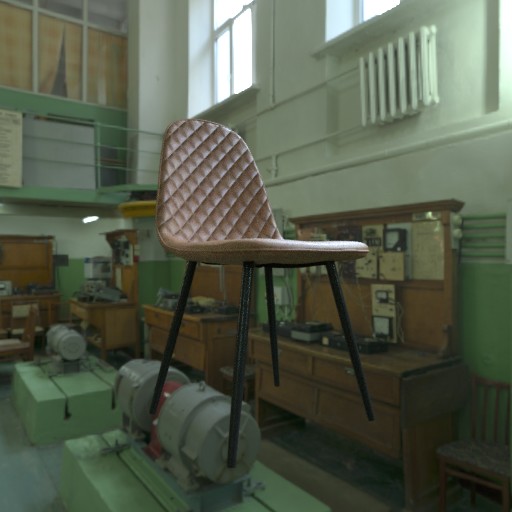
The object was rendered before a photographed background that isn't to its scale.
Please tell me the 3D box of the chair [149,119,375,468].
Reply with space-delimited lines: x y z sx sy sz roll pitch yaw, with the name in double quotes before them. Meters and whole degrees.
"chair" 0.000 0.000 1.238 0.472 0.889 0.561 0 0 -37
